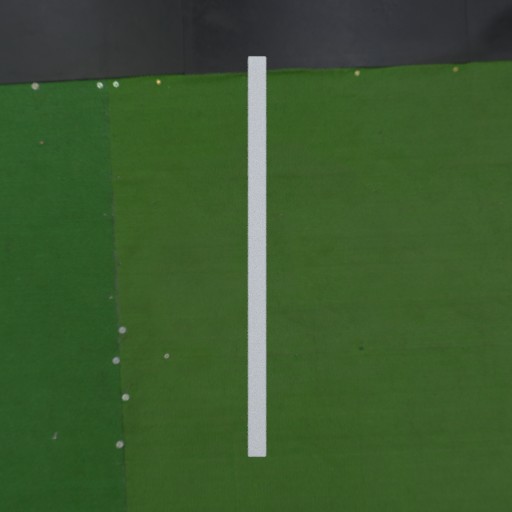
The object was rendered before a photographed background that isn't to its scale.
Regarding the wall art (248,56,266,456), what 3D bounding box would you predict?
[{"bbox_3d":[0.000,0.000,0.605,0.015,0.477,0.332,0,90,0],"label":"wall art"}]
